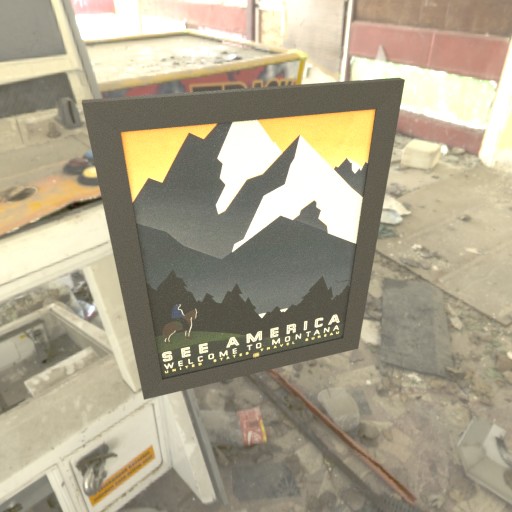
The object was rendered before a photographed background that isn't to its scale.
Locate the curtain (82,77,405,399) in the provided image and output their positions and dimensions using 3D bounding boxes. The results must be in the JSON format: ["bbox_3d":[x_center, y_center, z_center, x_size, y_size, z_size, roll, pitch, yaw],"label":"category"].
[{"bbox_3d":[0.000,0.000,0.808,0.483,0.585,0.027,-10,34,-14],"label":"curtain"}]
